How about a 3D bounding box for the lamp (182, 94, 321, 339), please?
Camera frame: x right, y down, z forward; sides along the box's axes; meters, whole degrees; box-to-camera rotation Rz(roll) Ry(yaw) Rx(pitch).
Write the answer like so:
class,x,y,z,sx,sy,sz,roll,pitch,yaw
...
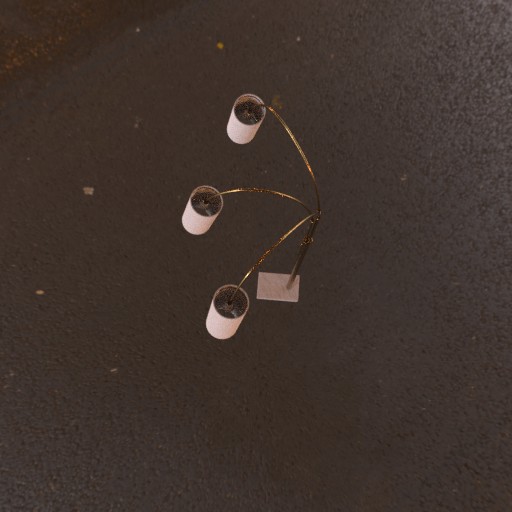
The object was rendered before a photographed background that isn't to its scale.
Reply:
class,x,y,z,sx,sy,sz,roll,pitch,yaw
lamp,0.000,0.000,2.512,0.667,2.055,1.020,5,76,1
